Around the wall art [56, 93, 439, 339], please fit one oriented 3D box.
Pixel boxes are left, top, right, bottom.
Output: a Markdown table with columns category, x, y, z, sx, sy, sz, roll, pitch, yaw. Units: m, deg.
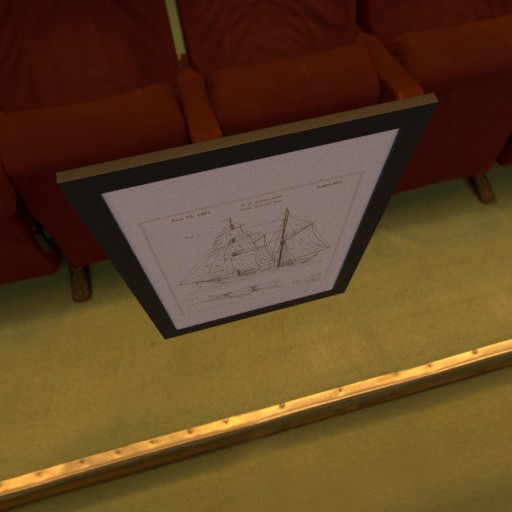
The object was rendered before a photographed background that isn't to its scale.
| category | x | y | z | sx | sy | sz | roll | pitch | yaw |
| --- | --- | --- | --- | --- | --- | --- | --- | --- | --- |
| wall art | 0.000 | 0.000 | 0.669 | 0.381 | 0.534 | 0.013 | -14 | 65 | -7 |
